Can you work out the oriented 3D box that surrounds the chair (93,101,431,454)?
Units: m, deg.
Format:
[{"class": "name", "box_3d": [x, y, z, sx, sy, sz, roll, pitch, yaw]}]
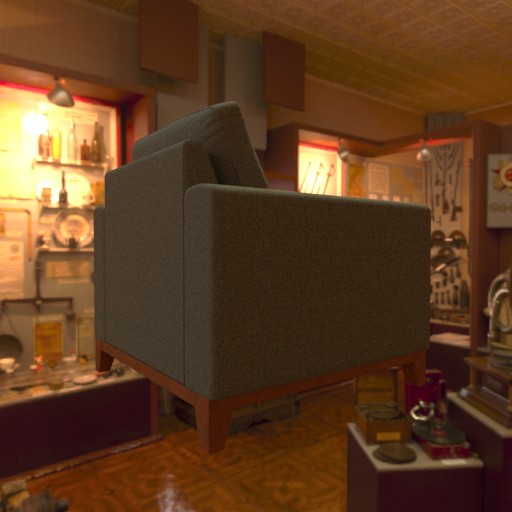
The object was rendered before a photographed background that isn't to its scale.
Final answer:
[{"class": "chair", "box_3d": [0.000, 0.000, 1.853, 1.038, 1.010, 1.024, -1, 2, -36]}]
